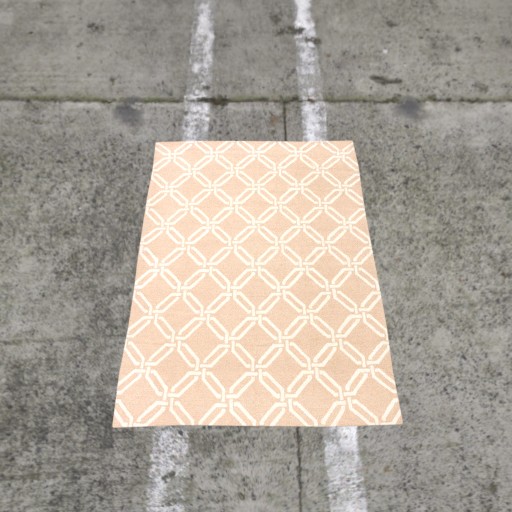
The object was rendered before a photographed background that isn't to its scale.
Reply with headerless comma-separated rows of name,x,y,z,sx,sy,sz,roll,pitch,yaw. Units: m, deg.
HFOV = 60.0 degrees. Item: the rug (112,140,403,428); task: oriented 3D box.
rug,0.000,0.000,4.579,2.452,0.020,3.365,-1,58,0
